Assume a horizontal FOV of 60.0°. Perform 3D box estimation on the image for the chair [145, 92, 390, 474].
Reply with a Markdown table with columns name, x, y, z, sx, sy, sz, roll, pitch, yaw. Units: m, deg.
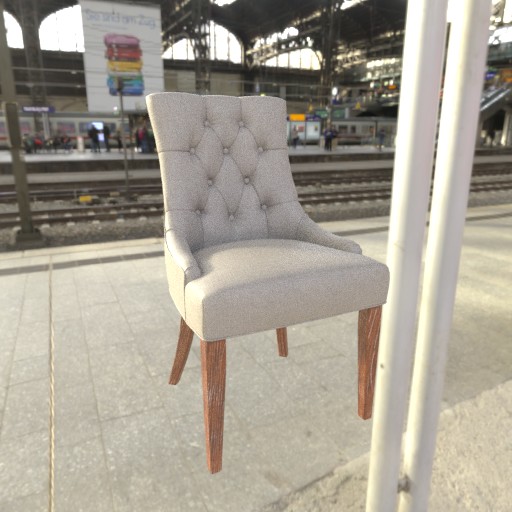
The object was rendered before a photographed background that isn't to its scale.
| name | x | y | z | sx | sy | sz | roll | pitch | yaw |
| --- | --- | --- | --- | --- | --- | --- | --- | --- | --- |
| chair | 0.000 | 0.000 | 1.221 | 0.509 | 0.874 | 0.565 | -8 | 17 | -26 |
